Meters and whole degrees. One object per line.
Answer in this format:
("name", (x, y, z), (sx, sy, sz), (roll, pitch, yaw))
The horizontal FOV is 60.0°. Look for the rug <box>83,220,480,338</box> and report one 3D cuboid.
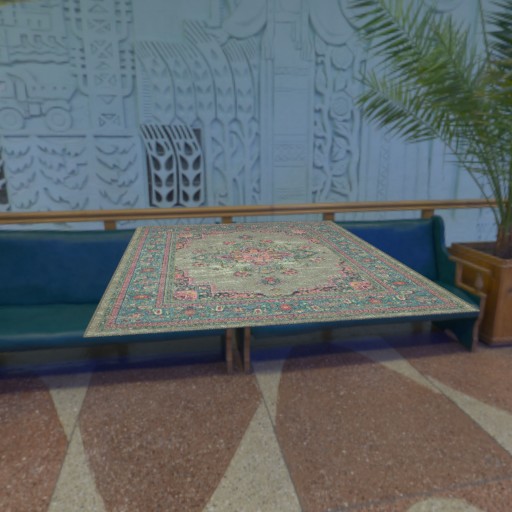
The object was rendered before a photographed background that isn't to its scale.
("rug", (0.000, 0.000, 4.102), (2.434, 0.013, 3.057), (-2, 16, -9))
